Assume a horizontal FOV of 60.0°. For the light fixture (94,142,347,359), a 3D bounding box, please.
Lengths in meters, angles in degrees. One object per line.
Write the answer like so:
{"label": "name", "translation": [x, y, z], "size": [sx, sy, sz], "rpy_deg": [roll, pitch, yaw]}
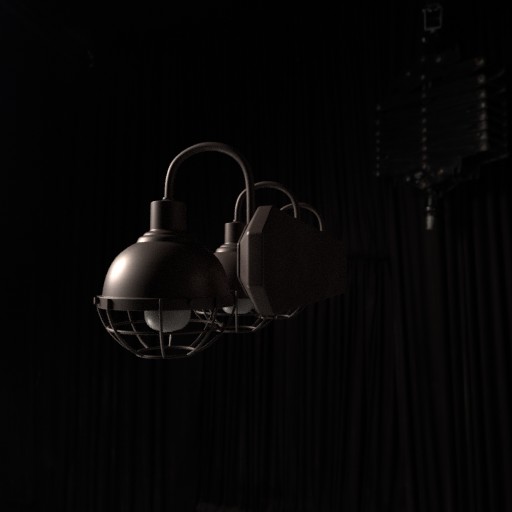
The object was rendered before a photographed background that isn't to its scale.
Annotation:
{"label": "light fixture", "translation": [0.000, 0.000, 0.757], "size": [0.229, 0.254, 0.634], "rpy_deg": [-1, -3, 19]}
